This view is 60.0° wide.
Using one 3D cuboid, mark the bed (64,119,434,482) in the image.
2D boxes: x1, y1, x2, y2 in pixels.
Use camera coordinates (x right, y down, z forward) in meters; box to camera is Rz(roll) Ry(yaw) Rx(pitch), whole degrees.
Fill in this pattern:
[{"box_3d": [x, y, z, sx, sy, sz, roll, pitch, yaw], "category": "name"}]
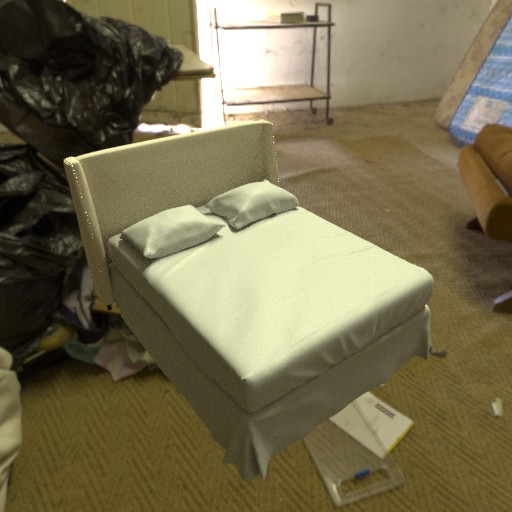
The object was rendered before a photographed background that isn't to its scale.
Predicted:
[{"box_3d": [0.000, 0.000, 3.349, 1.925, 1.332, 2.276, -22, 38, -31], "category": "bed"}]
